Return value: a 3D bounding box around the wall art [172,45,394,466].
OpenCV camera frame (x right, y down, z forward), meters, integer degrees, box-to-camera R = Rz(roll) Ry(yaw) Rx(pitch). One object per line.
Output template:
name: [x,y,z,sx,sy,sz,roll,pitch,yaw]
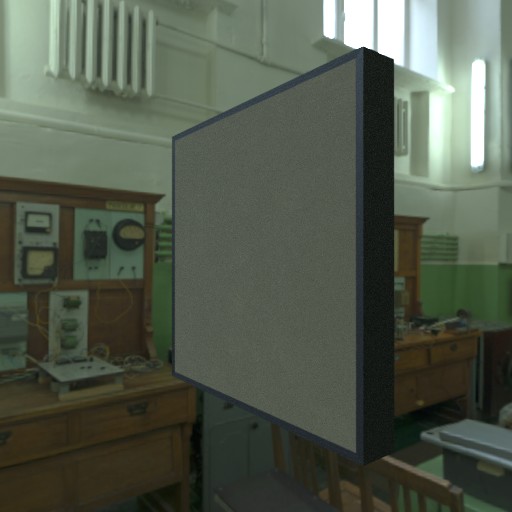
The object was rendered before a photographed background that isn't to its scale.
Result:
wall art: [0.000,0.000,0.448,0.036,0.300,0.302,0,0,-37]
